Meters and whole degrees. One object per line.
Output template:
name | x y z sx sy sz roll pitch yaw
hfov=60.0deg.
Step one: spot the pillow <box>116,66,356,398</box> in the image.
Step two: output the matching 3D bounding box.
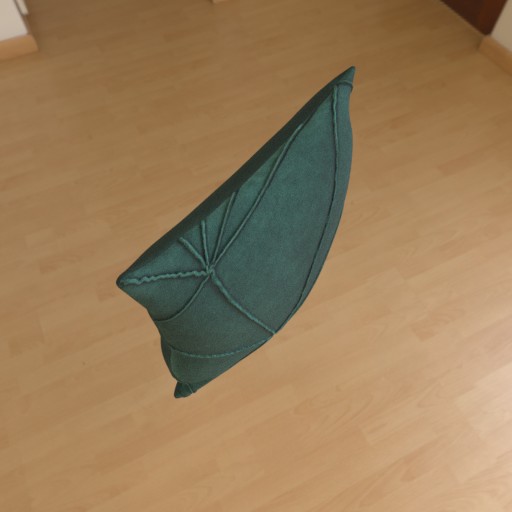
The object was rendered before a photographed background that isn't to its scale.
pillow | 0.000 0.000 0.692 0.184 0.440 0.439 34 65 19
